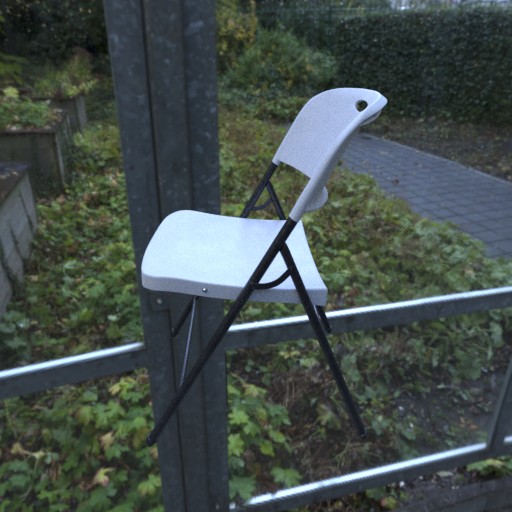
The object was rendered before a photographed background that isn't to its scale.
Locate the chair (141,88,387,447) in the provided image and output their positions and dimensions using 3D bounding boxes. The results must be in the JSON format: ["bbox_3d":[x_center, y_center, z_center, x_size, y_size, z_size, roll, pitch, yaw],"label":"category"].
[{"bbox_3d":[0.000,0.000,1.160,0.566,0.810,0.494,-1,25,-2],"label":"chair"}]
